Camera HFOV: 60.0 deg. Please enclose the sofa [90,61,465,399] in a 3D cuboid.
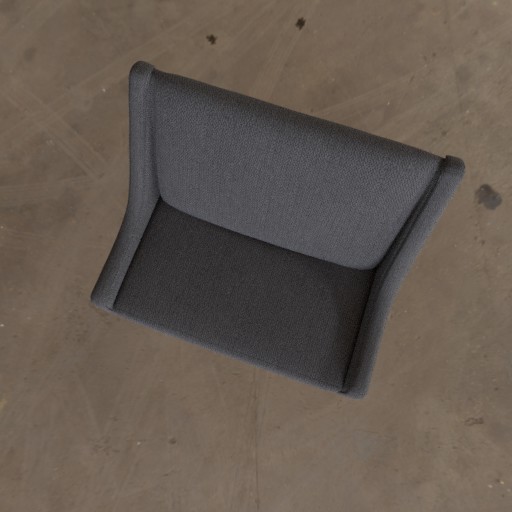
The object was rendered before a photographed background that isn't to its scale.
[{"bbox_3d":[0.000,0.000,1.913,1.242,1.022,0.873,19,76,5],"label":"sofa"}]
